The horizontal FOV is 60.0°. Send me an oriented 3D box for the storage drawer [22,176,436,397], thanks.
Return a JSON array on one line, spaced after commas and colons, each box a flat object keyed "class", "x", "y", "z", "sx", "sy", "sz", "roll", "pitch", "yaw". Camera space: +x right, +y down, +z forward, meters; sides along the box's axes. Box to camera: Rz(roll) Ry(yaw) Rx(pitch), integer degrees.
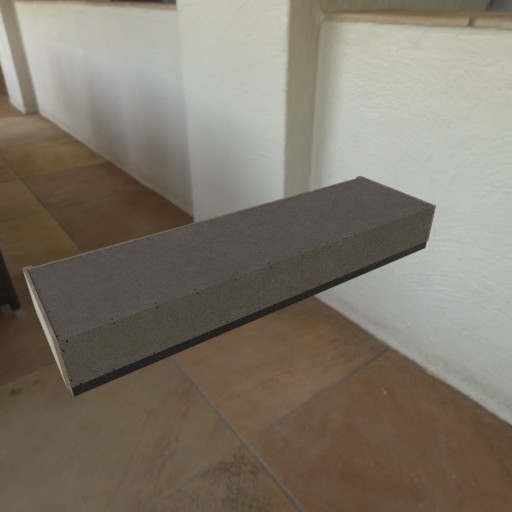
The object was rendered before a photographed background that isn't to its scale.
[{"class": "storage drawer", "x": 0.000, "y": 0.000, "z": 2.299, "sx": 2.072, "sy": 0.274, "sz": 0.591, "roll": -19, "pitch": 35, "yaw": -29}]
